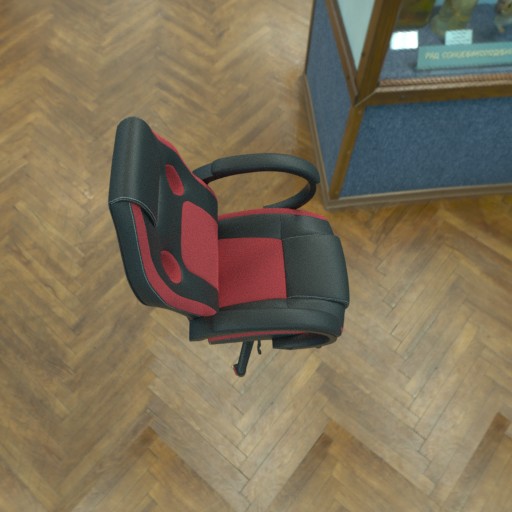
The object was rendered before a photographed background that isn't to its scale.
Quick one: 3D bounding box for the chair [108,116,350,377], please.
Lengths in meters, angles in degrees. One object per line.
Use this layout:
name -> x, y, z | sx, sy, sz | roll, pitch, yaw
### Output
chair -> 0.000, 0.000, 1.616 | 0.724, 1.187, 0.673 | -3, 63, -1
